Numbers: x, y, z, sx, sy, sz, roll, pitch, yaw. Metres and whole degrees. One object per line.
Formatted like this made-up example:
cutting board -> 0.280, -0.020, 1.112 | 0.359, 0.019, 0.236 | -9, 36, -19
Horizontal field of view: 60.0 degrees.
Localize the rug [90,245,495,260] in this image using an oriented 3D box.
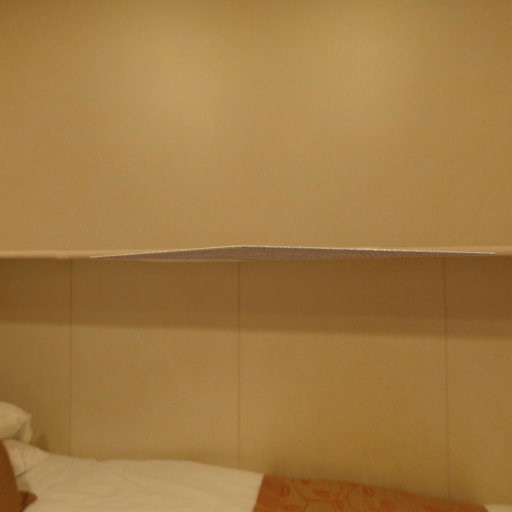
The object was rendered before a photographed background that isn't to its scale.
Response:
rug -> 0.000, 0.000, 3.654 | 2.005, 0.014, 2.878 | 1, -2, -33
